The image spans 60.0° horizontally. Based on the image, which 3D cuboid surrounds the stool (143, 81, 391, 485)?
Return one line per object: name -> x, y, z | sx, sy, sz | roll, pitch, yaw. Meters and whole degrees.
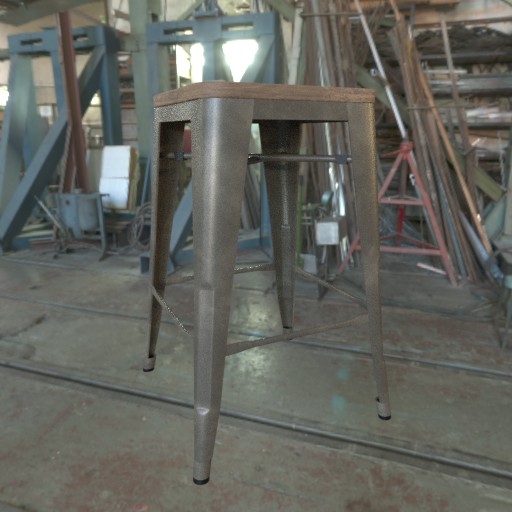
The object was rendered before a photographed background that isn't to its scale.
stool -> 0.000, 0.000, 0.880 | 0.407, 0.607, 0.407 | -7, 17, -25
